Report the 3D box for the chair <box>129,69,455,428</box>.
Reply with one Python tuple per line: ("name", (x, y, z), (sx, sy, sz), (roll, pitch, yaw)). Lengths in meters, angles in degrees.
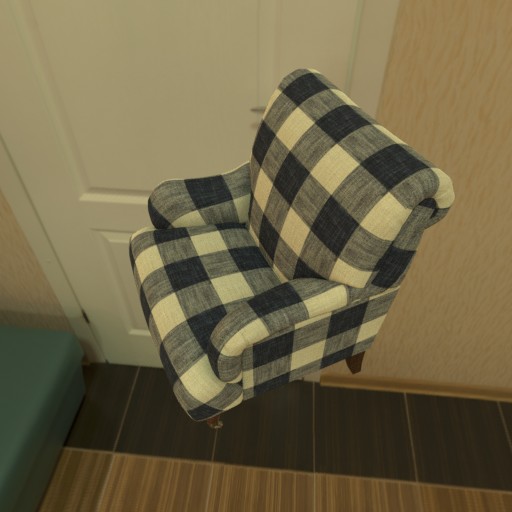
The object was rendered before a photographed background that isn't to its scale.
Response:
("chair", (0.000, 0.000, 1.570), (0.848, 0.953, 0.781), (-18, 49, -16))
